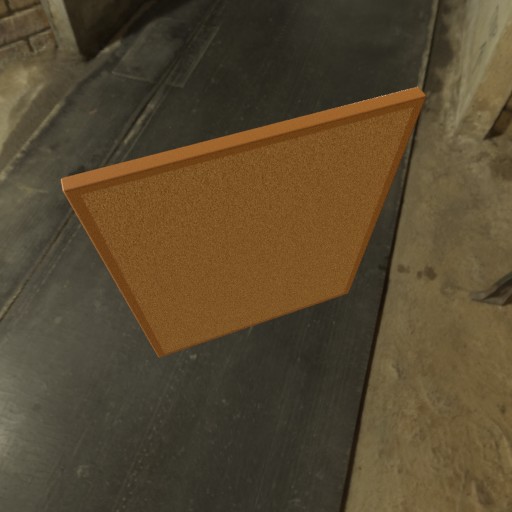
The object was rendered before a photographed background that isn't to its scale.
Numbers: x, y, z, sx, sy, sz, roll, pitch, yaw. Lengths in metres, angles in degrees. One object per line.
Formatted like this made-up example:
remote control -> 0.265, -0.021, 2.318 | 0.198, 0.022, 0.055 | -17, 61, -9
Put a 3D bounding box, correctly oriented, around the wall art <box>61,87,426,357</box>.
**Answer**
wall art -> 0.000, 0.000, 0.521 | 0.310, 0.379, 0.015 | -17, 60, -10
